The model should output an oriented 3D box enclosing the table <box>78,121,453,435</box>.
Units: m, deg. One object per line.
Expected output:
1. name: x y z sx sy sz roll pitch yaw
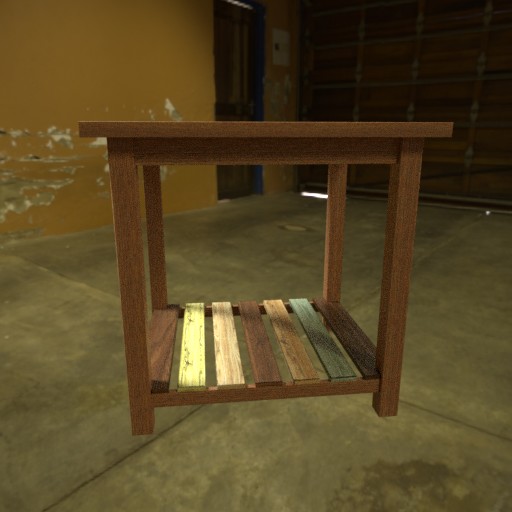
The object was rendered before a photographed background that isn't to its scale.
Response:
1. table: 0.000 0.000 1.123 0.660 0.635 0.559 -2 15 -6
